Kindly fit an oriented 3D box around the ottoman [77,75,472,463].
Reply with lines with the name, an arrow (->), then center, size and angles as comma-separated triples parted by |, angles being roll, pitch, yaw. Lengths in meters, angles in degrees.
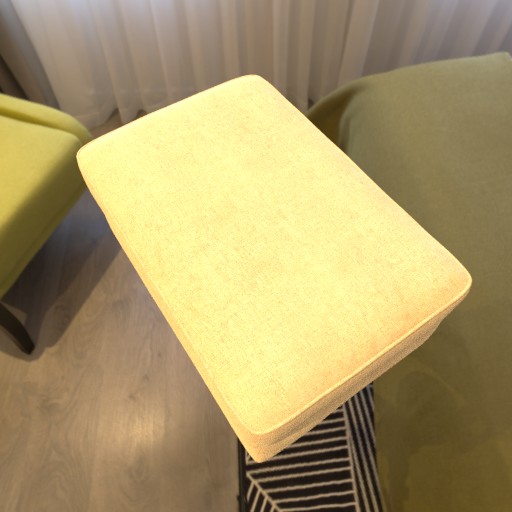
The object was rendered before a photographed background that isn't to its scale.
ottoman -> 0.000, 0.000, 1.199 | 0.583, 0.484, 0.862 | -30, 63, -17
